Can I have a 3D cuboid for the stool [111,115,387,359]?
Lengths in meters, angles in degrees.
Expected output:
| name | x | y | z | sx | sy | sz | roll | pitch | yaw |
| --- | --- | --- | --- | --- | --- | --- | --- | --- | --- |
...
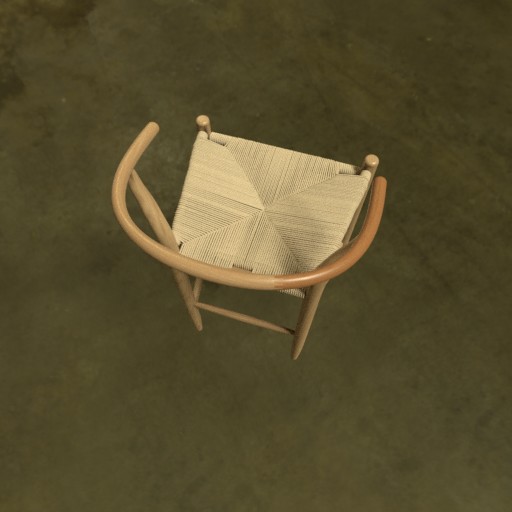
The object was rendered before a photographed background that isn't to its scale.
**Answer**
| name | x | y | z | sx | sy | sz | roll | pitch | yaw |
| --- | --- | --- | --- | --- | --- | --- | --- | --- | --- |
| stool | 0.000 | 0.000 | 1.271 | 0.536 | 0.923 | 0.575 | 15 | 64 | 8 |
